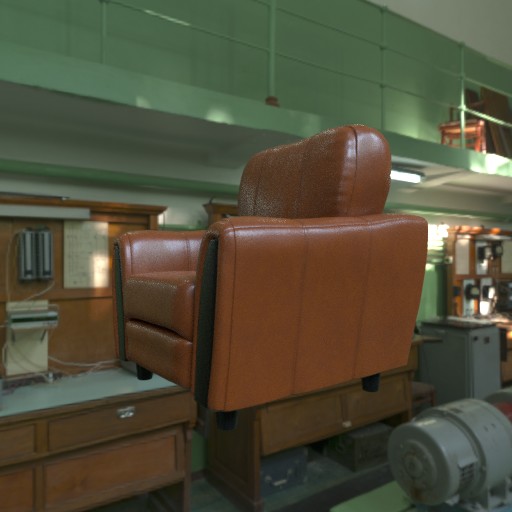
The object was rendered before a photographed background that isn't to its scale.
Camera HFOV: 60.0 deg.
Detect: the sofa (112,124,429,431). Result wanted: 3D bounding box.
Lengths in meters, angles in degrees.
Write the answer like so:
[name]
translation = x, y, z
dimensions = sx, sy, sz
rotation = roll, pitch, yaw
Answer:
[sofa]
translation = 0.000, 0.000, 1.523
dimensions = 0.789, 0.876, 0.836
rotation = 0, 0, -35
